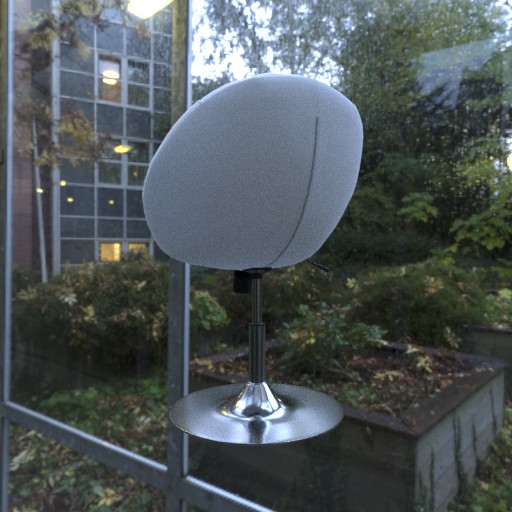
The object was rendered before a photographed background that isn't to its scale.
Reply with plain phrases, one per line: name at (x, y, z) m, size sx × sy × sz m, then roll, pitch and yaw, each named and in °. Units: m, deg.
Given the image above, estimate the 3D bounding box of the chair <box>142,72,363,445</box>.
chair at (0.000, 0.000, 1.822) m, size 0.940 × 1.261 × 0.736 m, roll 0°, pitch 0°, yaw -35°
